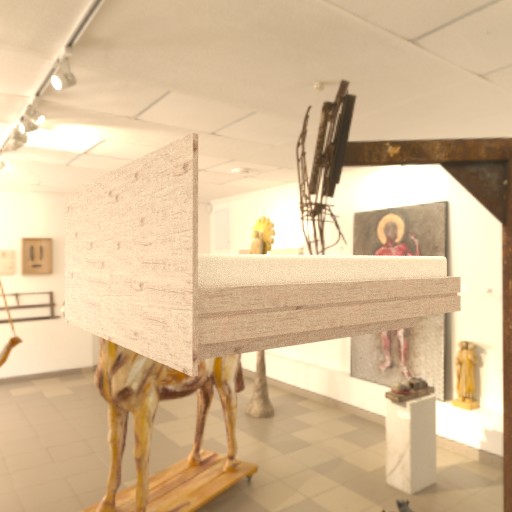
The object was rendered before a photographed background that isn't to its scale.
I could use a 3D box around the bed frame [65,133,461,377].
[{"bbox_3d":[0.000,0.000,3.133,2.080,0.970,1.950,0,-1,-37],"label":"bed frame"}]
